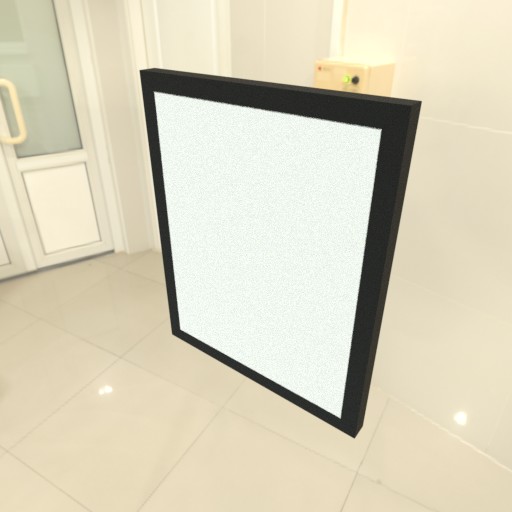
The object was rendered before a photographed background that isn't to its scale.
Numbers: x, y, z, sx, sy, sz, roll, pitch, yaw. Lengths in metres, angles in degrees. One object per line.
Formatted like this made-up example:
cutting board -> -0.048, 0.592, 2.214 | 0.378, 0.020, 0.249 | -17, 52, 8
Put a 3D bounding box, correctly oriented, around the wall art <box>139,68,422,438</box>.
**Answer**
wall art -> 0.000, 0.000, 0.548 | 0.329, 0.404, 0.024 | 21, 36, 32
